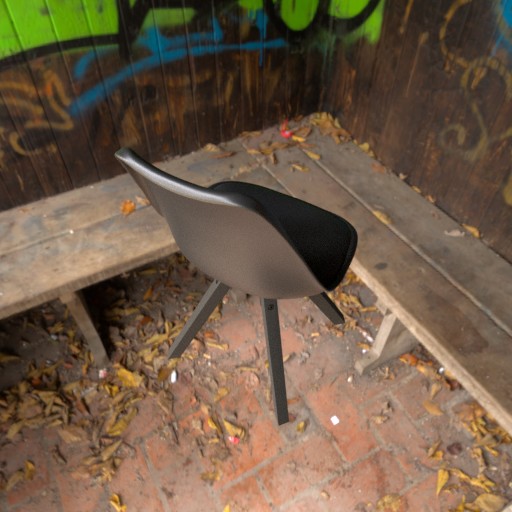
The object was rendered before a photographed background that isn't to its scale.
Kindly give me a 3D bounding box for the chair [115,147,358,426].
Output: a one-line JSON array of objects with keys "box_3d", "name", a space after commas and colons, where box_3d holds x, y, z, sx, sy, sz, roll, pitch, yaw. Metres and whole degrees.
[{"box_3d": [0.000, 0.000, 1.184, 0.485, 0.850, 0.530, 24, 52, 21], "name": "chair"}]
